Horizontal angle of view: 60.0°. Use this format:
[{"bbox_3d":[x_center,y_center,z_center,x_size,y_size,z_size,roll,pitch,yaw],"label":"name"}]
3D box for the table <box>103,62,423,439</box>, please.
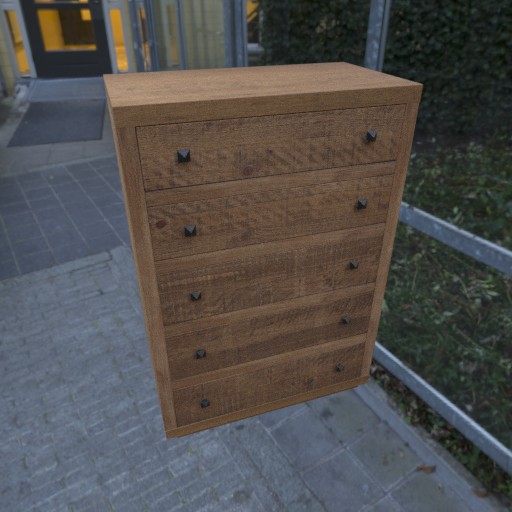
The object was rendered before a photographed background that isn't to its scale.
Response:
[{"bbox_3d":[0.000,0.000,1.729,0.901,1.294,0.524,-10,33,-16],"label":"table"}]
